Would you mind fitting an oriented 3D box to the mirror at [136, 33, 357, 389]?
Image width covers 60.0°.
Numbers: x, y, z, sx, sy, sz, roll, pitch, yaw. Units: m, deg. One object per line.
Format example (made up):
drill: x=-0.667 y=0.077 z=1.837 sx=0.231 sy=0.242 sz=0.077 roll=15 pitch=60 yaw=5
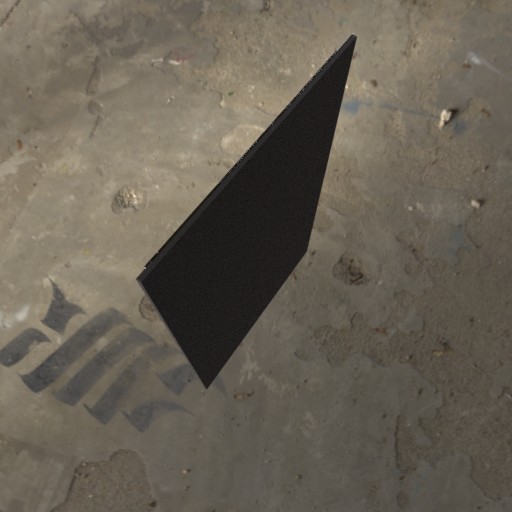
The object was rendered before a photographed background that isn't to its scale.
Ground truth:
mirror: x=0.000 y=0.000 z=1.142 sx=0.039 sy=0.914 sz=0.613 roll=32 pitch=68 yaw=14
